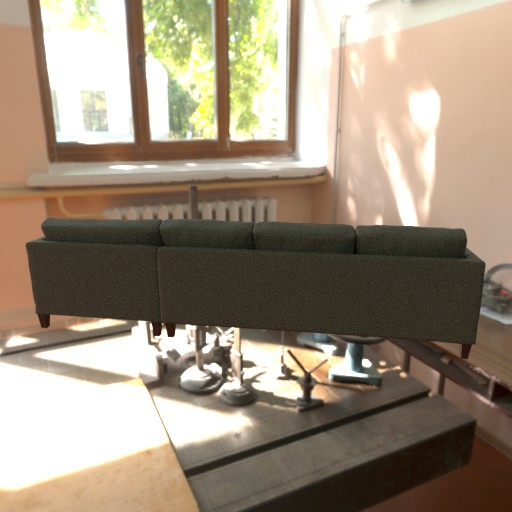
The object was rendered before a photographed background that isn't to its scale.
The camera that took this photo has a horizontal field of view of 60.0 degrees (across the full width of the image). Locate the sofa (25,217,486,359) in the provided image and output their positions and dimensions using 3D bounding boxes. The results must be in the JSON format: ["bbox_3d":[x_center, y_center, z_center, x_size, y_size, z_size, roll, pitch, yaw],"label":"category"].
[{"bbox_3d":[0.000,0.000,3.827,3.186,0.861,1.625,2,16,9],"label":"sofa"}]
